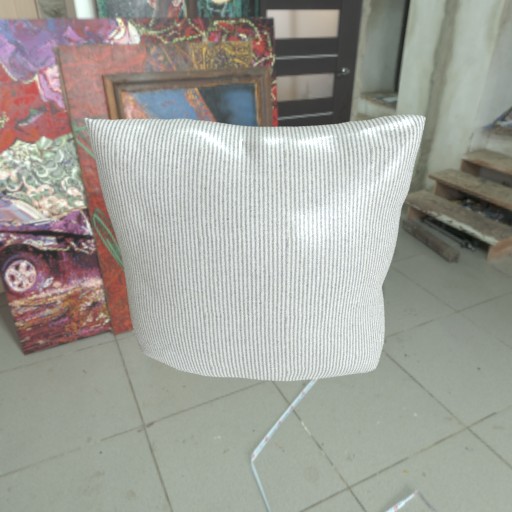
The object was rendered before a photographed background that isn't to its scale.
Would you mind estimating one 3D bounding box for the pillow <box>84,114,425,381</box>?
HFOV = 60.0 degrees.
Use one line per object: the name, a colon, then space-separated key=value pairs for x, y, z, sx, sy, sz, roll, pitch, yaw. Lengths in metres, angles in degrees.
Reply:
pillow: x=0.000 y=0.000 z=0.688 sx=0.387 sy=0.432 sz=0.310 roll=18 pitch=34 yaw=30
